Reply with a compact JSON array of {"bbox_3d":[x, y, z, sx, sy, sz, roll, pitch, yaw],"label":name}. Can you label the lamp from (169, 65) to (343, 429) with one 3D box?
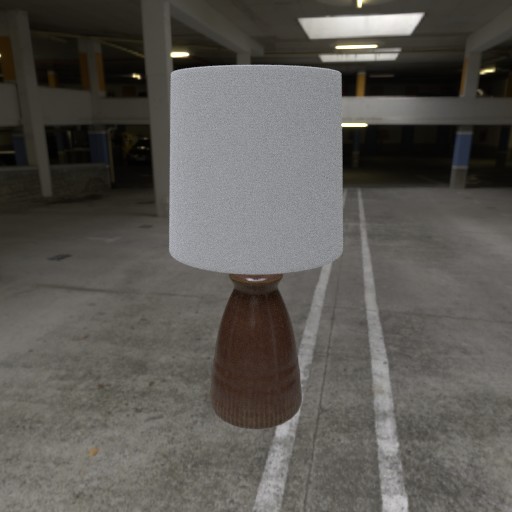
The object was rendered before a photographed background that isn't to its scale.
[{"bbox_3d":[0.000,0.000,0.486,0.186,0.369,0.186,0,17,0],"label":"lamp"}]
